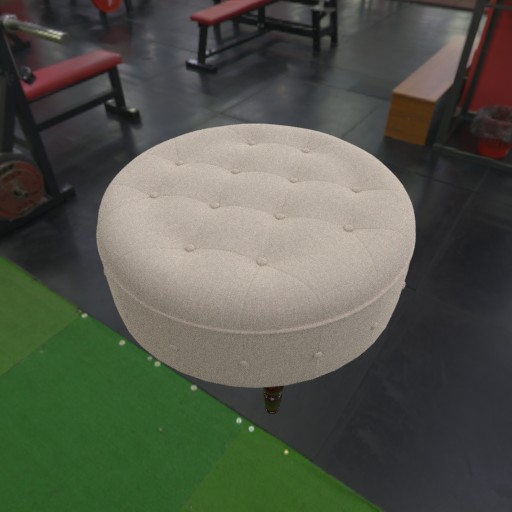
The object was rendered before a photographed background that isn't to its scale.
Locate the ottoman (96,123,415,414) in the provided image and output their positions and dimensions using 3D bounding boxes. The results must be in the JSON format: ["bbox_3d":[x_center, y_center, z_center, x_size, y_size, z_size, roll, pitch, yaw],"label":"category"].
[{"bbox_3d":[0.000,0.000,1.332,0.848,0.494,0.848,0,42,0],"label":"ottoman"}]
